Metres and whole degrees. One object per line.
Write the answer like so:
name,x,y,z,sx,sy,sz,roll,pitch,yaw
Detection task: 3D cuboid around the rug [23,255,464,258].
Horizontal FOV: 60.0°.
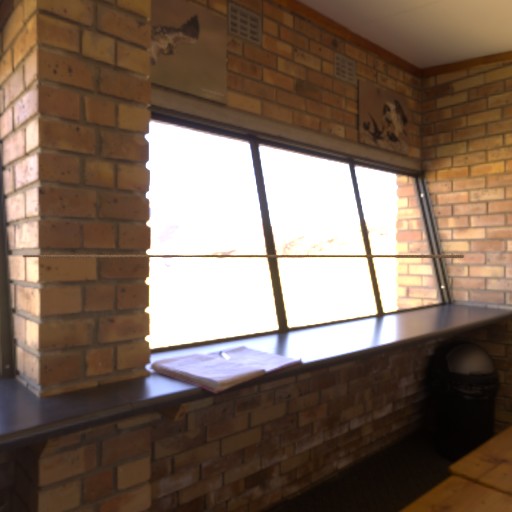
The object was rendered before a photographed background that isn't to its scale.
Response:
rug,0.000,0.000,2.889,2.290,0.014,1.526,0,0,17
